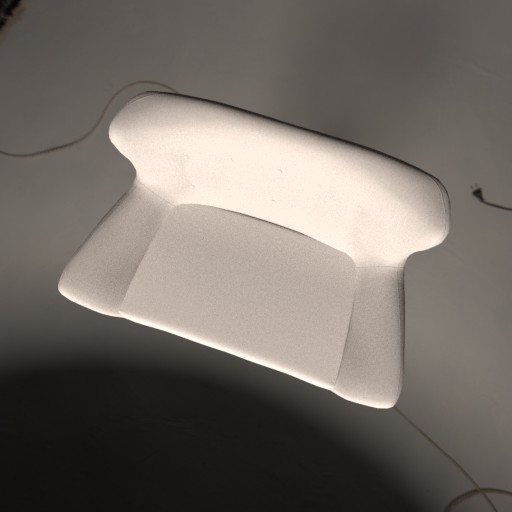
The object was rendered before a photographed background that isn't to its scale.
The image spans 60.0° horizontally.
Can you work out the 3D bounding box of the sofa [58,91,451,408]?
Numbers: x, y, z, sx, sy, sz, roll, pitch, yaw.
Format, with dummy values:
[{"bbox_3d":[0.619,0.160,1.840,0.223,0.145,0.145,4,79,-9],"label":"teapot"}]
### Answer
[{"bbox_3d":[0.000,0.000,1.991,1.424,0.878,0.921,18,76,5],"label":"sofa"}]
